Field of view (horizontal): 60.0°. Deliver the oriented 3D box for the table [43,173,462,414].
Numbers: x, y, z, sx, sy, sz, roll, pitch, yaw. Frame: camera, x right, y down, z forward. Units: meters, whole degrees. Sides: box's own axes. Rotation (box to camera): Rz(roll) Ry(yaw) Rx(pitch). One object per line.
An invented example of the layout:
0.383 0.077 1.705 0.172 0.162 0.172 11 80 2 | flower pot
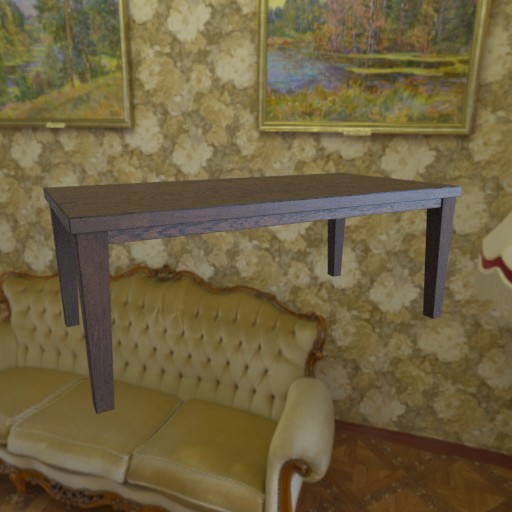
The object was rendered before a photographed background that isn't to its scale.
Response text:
0.000 0.000 2.452 1.981 0.762 1.016 -8 17 -28 | table
